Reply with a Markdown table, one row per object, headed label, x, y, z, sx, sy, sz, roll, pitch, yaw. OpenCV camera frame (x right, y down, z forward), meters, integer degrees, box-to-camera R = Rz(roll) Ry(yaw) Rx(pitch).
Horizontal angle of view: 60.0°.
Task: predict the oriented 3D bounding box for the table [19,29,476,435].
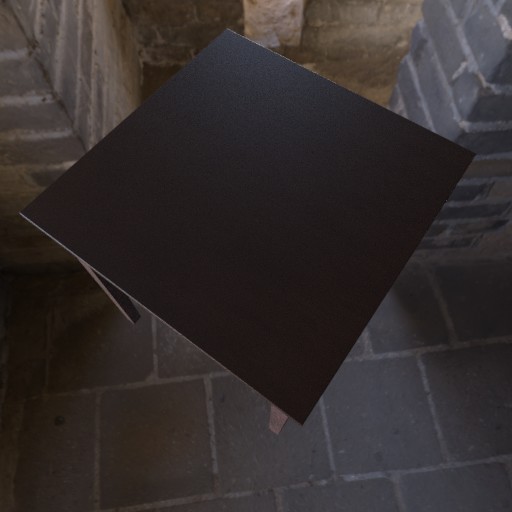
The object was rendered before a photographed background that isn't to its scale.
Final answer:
| label | x | y | z | sx | sy | sz | roll | pitch | yaw |
| --- | --- | --- | --- | --- | --- | --- | --- | --- | --- |
| table | 0.000 | 0.000 | 1.360 | 0.749 | 0.770 | 0.749 | 33 | 68 | 15 |
